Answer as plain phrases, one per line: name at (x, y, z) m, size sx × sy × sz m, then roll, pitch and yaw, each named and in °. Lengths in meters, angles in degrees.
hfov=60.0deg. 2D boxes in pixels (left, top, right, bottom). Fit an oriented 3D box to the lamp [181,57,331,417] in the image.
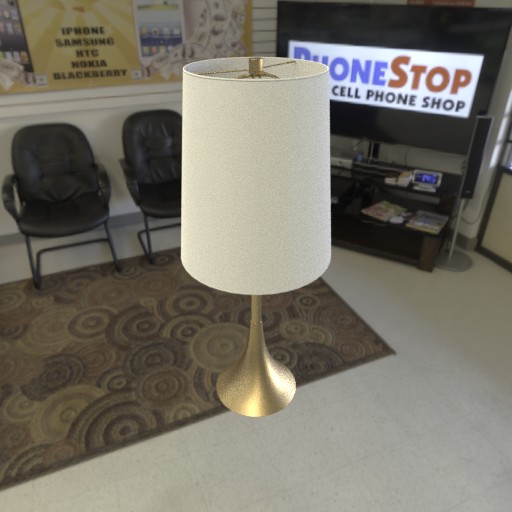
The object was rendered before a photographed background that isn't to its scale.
lamp at (0.000, 0.000, 0.693) m, size 0.231 × 0.569 × 0.231 m, roll 0°, pitch 31°, yaw 0°
